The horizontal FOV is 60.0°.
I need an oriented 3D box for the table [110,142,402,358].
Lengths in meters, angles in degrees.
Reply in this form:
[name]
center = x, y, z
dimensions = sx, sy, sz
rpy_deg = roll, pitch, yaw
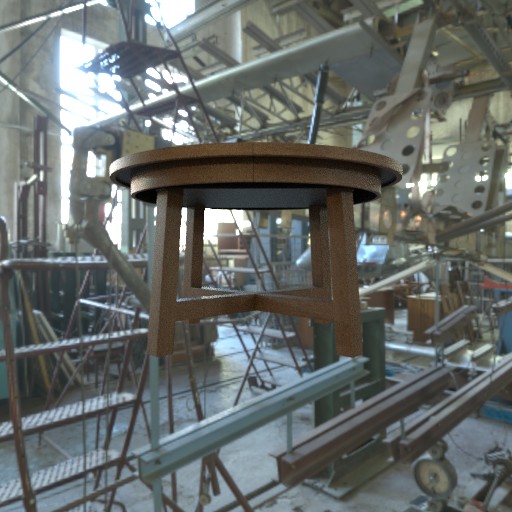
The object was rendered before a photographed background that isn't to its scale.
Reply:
[table]
center = 0.000, 0.000, 2.108
dimensions = 1.319, 0.762, 1.319
rpy_deg = 0, 1, 0
